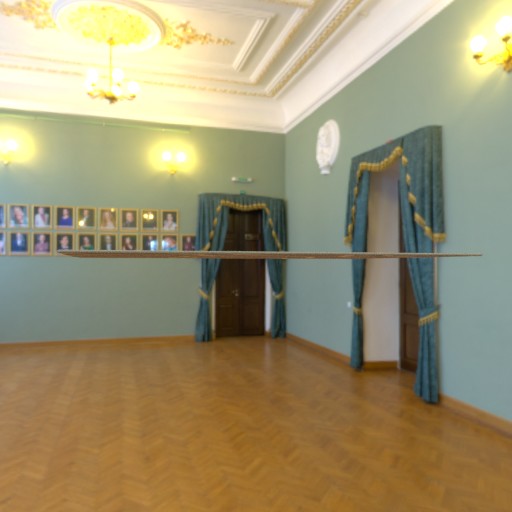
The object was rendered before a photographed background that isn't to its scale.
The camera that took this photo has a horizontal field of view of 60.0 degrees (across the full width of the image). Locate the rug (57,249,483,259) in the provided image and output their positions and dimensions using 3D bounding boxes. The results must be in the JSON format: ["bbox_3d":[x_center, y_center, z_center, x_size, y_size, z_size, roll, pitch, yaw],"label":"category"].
[{"bbox_3d":[0.000,0.000,2.939,2.294,0.014,1.528,0,-1,-19],"label":"rug"}]
